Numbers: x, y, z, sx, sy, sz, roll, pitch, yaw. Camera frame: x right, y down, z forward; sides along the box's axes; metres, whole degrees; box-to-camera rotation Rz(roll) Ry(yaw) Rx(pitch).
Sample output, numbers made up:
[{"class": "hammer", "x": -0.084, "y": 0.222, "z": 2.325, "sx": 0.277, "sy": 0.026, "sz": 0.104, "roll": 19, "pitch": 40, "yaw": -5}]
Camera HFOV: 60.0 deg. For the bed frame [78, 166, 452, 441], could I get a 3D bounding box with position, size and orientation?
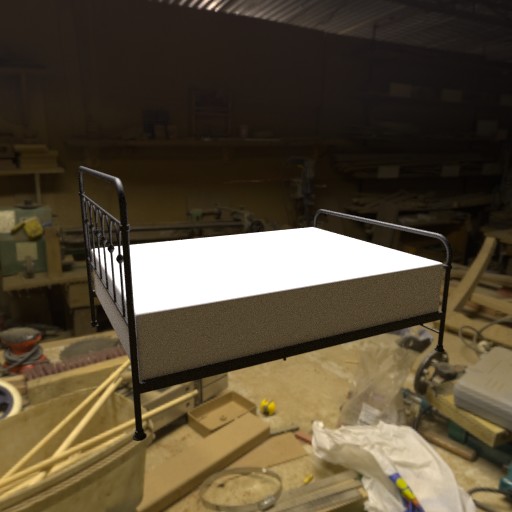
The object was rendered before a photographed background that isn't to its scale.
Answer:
[{"class": "bed frame", "x": 0.000, "y": 0.000, "z": 3.234, "sx": 2.203, "sy": 1.276, "sz": 1.664, "roll": -7, "pitch": 16, "yaw": -26}]
